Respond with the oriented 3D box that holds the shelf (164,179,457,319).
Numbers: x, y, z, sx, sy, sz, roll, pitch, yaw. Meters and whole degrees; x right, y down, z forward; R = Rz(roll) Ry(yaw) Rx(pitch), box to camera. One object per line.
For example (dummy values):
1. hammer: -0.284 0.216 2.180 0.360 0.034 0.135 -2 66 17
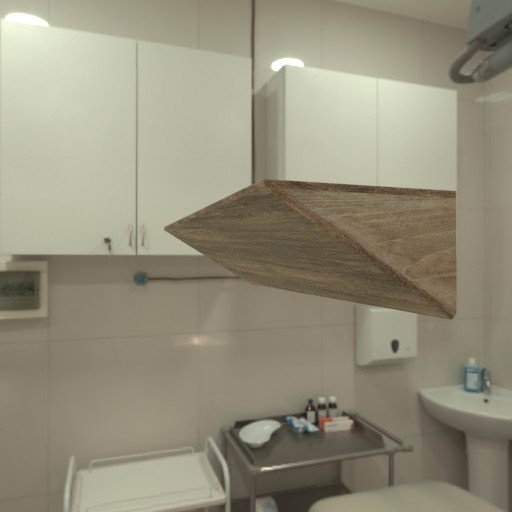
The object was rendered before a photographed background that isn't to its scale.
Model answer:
1. shelf: 0.000 0.000 0.685 0.200 0.125 0.610 0 0 -19
